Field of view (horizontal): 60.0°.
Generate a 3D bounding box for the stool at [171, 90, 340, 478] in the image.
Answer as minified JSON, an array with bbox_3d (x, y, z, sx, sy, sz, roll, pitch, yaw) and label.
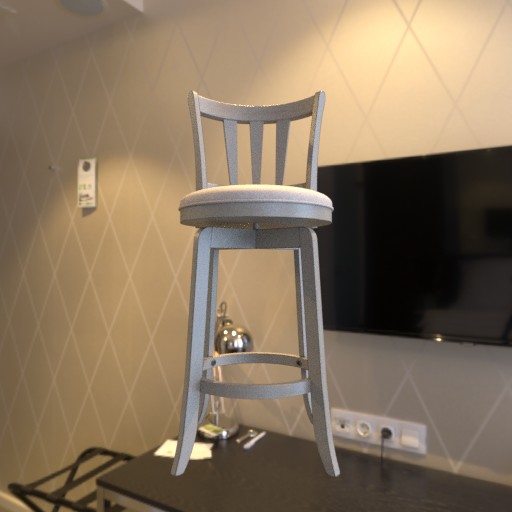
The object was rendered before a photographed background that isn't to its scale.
[{"bbox_3d":[0.000,0.000,1.246,0.436,1.042,0.475,0,-1,1],"label":"stool"}]
